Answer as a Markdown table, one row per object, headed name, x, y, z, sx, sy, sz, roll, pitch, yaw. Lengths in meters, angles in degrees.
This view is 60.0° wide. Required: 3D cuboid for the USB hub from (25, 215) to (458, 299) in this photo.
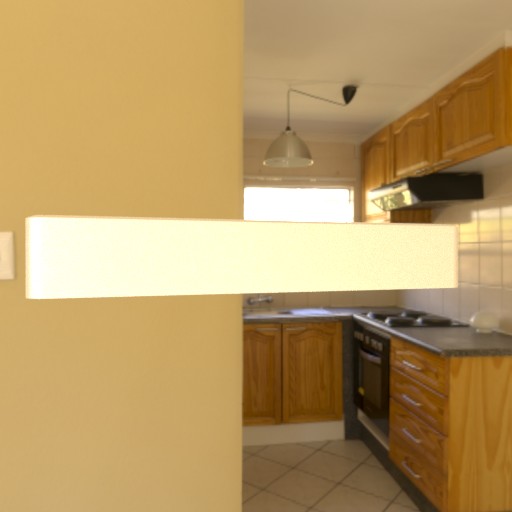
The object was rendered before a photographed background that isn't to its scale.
| name | x | y | z | sx | sy | sz | roll | pitch | yaw |
| --- | --- | --- | --- | --- | --- | --- | --- | --- | --- |
| USB hub | 0.000 | 0.000 | 0.161 | 0.145 | 0.023 | 0.044 | 0 | 0 | -17 |
